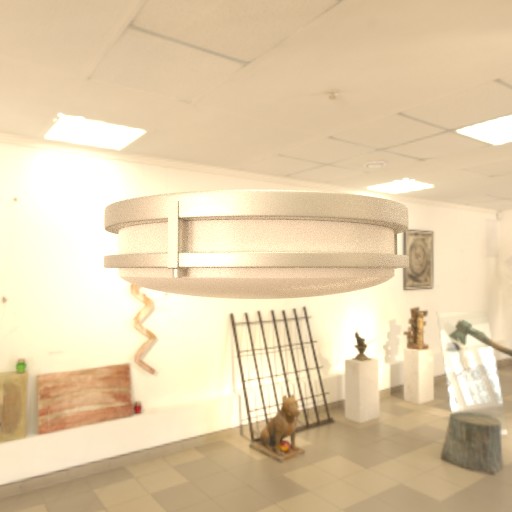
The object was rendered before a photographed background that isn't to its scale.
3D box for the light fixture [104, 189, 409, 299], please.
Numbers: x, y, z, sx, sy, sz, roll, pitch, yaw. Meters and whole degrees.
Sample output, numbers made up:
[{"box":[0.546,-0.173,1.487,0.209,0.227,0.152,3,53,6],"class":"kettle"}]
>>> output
[{"box":[0.000,0.000,0.545,0.356,0.102,0.356,0,-2,0],"class":"light fixture"}]
